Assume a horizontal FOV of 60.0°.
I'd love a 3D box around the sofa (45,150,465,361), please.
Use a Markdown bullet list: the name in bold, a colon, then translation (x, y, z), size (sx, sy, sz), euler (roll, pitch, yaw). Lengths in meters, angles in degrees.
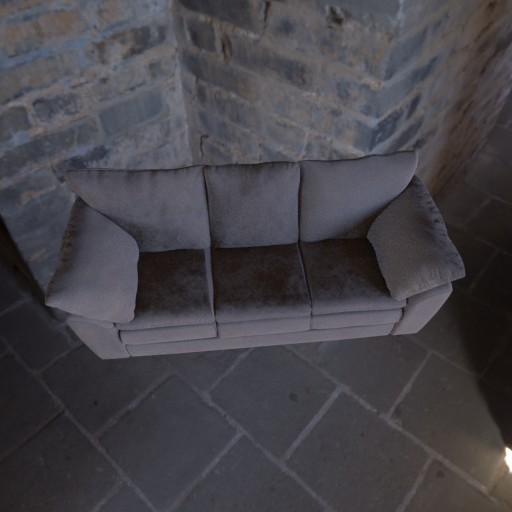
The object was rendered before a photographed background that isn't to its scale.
- **sofa**: translation (0.000, 0.000, 2.843), size (2.336, 1.073, 0.878), euler (-4, 48, -4)
